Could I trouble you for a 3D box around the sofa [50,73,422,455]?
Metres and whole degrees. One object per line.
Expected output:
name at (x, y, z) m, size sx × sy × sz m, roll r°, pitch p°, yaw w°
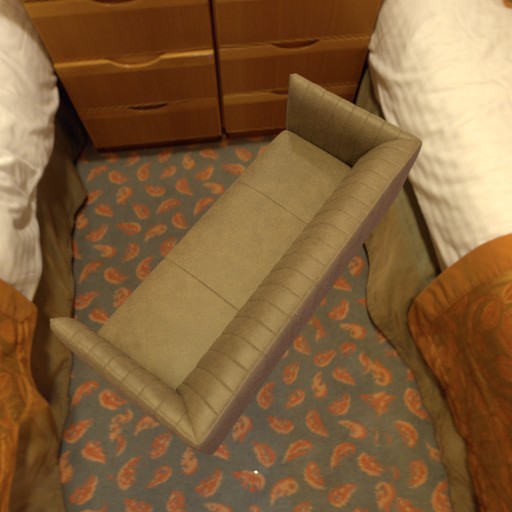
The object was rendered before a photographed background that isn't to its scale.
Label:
sofa at (0.000, 0.000, 2.493) m, size 0.876 × 0.779 × 1.980 m, roll 34°, pitch 69°, yaw 15°
